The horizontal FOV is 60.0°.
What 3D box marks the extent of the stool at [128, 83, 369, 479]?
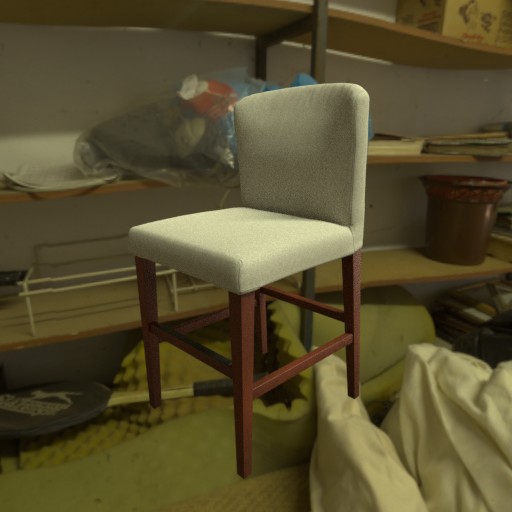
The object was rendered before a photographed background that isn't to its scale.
[{"bbox_3d":[0.000,0.000,1.291,0.568,0.968,0.479,-15,22,-43],"label":"stool"}]
